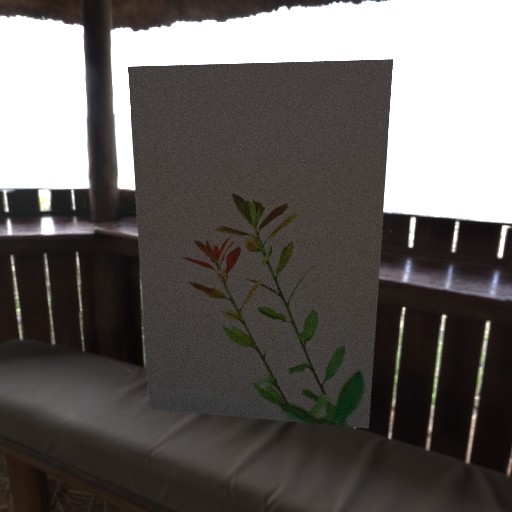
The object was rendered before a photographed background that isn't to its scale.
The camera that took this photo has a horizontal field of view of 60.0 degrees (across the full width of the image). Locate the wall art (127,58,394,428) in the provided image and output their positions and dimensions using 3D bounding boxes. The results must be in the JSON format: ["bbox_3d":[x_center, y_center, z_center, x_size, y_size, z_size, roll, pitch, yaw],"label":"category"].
[{"bbox_3d":[0.000,0.000,1.134,0.612,0.915,0.039,2,14,8],"label":"wall art"}]
